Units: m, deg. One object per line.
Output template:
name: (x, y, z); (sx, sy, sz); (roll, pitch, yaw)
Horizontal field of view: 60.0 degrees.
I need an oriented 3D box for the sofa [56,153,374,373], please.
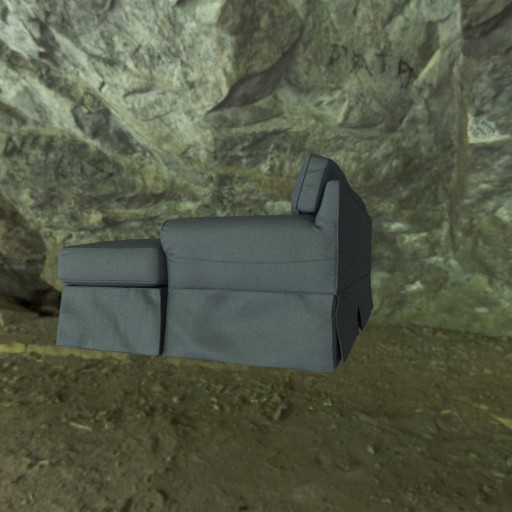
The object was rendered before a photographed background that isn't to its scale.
sofa: (0.000, 0.000, 3.404); (1.637, 1.039, 2.518); (0, 0, 18)
